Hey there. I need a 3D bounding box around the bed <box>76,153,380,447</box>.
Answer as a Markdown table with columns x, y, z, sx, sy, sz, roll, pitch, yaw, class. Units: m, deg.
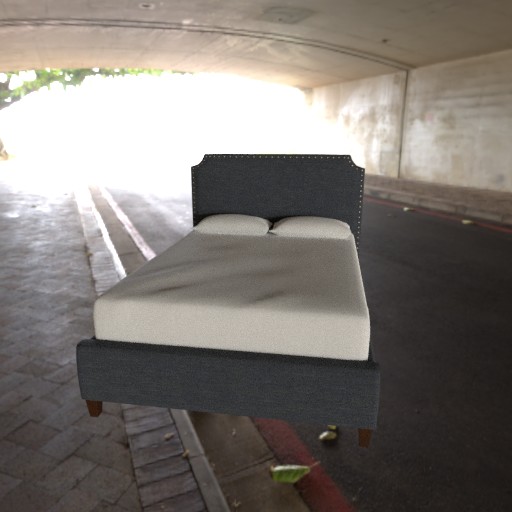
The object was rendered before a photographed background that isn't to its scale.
| x | y | z | sx | sy | sz | roll | pitch | yaw | class |
| --- | --- | --- | --- | --- | --- | --- | --- | --- | --- |
| 0.000 | 0.000 | 3.421 | 1.713 | 1.443 | 2.372 | 3 | 16 | 9 | bed |
